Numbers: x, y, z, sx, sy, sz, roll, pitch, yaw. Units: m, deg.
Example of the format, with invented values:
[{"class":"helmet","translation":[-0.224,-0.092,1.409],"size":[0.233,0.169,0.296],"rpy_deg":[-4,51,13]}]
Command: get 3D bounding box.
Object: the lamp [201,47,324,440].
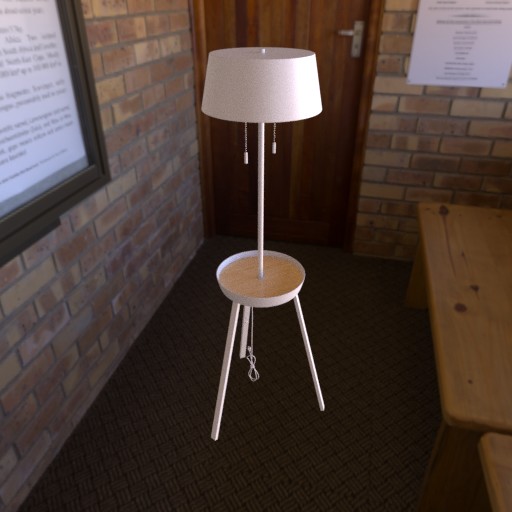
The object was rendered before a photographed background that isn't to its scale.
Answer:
[{"class":"lamp","translation":[0.000,0.000,1.669],"size":[0.508,1.429,0.468],"rpy_deg":[-10,32,-16]}]
